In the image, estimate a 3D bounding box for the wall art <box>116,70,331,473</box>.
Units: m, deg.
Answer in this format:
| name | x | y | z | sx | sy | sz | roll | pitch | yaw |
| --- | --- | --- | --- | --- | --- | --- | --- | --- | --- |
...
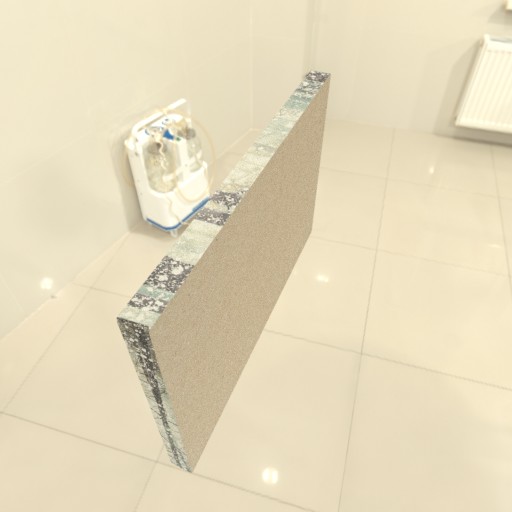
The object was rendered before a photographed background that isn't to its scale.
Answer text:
| name | x | y | z | sx | sy | sz | roll | pitch | yaw |
| --- | --- | --- | --- | --- | --- | --- | --- | --- | --- |
| wall art | 0.000 | 0.000 | 0.769 | 0.042 | 0.398 | 0.618 | 17 | 48 | 16 |
